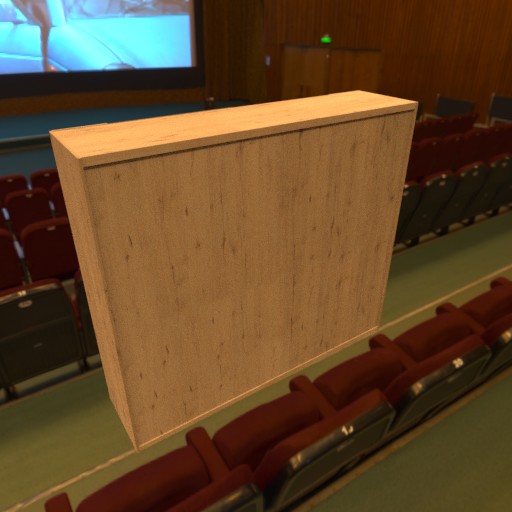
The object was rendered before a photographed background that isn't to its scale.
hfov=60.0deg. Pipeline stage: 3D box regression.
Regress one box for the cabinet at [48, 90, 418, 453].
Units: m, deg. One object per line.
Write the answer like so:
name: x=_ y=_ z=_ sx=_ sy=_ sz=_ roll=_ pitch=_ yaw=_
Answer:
cabinet: x=0.000 y=0.000 z=3.504 sx=2.500 sy=2.180 sz=0.660 roll=-18 pitch=34 yaw=-29
